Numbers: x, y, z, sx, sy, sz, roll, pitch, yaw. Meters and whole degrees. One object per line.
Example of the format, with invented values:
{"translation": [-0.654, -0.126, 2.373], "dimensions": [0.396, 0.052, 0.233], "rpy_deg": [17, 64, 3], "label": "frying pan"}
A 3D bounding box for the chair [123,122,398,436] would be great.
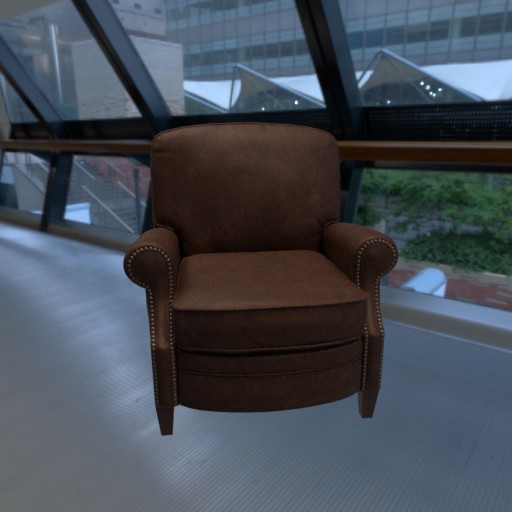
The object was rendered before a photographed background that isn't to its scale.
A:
{"translation": [0.000, 0.000, 1.756], "dimensions": [0.936, 1.018, 0.986], "rpy_deg": [-2, 16, -7], "label": "chair"}
